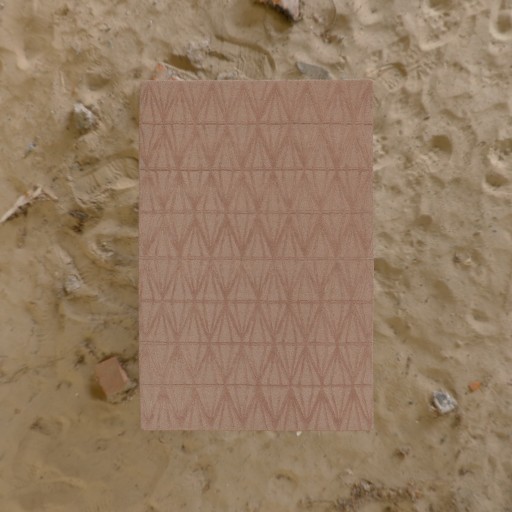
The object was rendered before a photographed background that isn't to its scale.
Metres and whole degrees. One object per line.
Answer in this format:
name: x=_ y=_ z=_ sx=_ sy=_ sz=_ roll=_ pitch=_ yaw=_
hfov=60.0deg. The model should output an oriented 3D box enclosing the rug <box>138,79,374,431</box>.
rug: x=0.000 y=0.000 z=2.316 sx=1.230 sy=0.025 sz=1.837 roll=0 pitch=91 yaw=1
